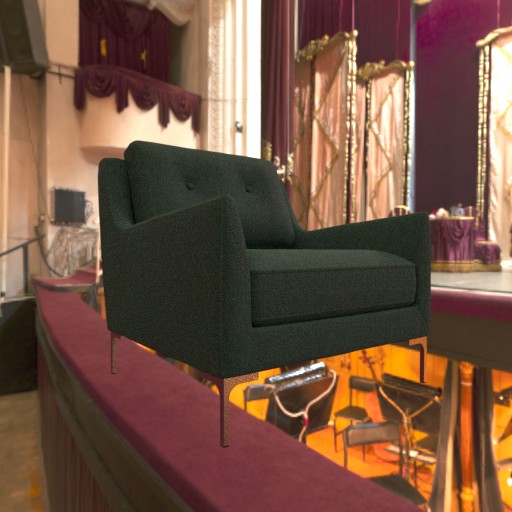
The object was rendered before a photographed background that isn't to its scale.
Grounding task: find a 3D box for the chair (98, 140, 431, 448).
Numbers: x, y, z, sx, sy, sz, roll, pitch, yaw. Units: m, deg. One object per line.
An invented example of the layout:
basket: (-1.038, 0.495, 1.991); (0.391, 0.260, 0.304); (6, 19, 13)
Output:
chair: (0.000, 0.000, 1.533); (0.847, 0.828, 0.849); (-1, 1, -37)
